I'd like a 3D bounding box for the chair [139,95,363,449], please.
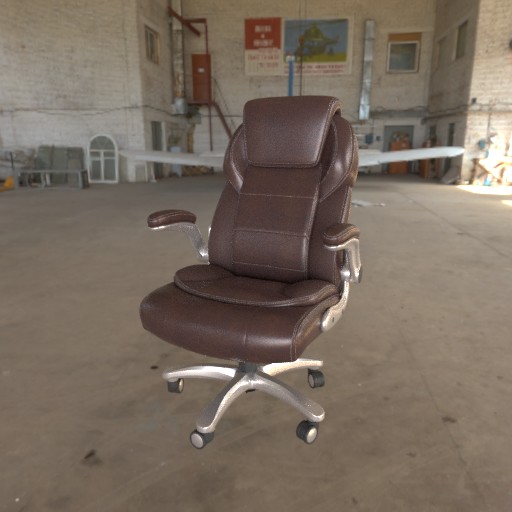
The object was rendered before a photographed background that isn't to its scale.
[{"bbox_3d":[0.000,0.000,1.629,0.733,1.160,0.774,7,16,25],"label":"chair"}]
